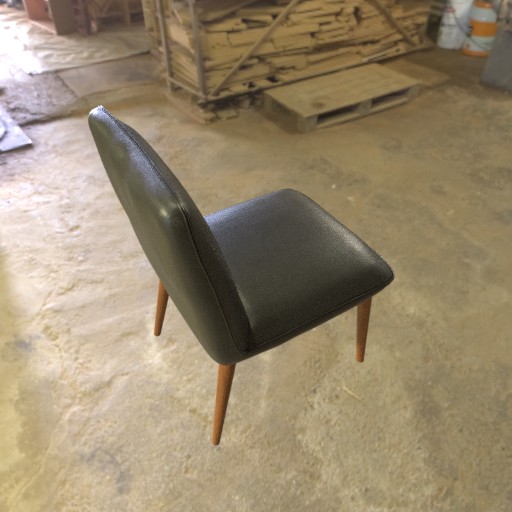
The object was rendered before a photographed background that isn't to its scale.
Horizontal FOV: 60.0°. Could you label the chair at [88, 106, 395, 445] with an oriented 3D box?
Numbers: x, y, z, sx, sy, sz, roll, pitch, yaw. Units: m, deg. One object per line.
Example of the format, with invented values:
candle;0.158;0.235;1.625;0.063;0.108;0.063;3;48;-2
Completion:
chair;0.000;0.000;1.202;0.645;0.801;0.543;-25;47;-26
